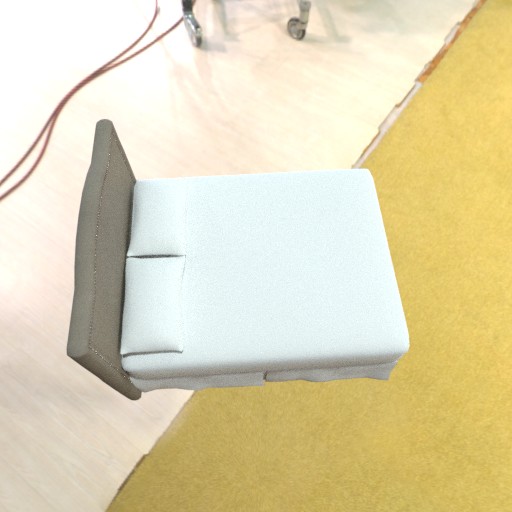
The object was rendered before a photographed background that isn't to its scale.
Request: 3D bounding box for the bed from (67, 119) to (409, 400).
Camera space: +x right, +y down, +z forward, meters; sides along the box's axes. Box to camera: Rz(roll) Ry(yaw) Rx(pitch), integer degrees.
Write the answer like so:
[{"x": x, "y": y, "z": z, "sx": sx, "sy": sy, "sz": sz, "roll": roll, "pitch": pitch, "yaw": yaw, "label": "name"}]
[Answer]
[{"x": 0.000, "y": 0.000, "z": 3.311, "sx": 2.128, "sy": 1.441, "sz": 1.744, "roll": -3, "pitch": 63, "yaw": -2, "label": "bed"}]
